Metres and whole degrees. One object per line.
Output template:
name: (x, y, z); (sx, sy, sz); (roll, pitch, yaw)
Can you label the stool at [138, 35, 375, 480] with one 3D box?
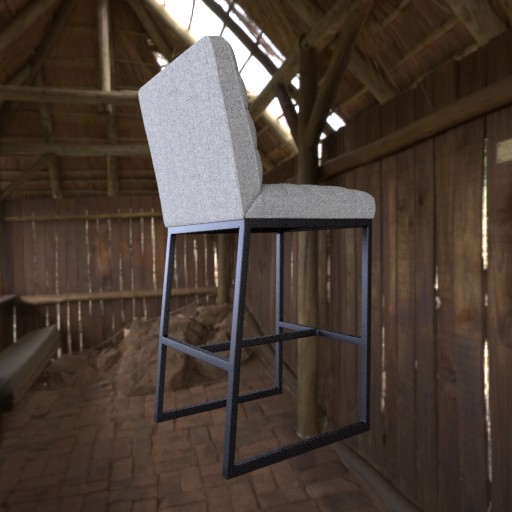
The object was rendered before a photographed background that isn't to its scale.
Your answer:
stool: (0.000, 0.000, 1.336); (0.571, 1.034, 0.459); (0, 1, -35)
